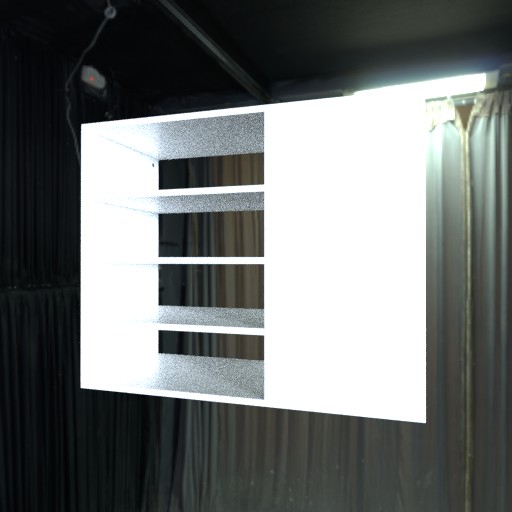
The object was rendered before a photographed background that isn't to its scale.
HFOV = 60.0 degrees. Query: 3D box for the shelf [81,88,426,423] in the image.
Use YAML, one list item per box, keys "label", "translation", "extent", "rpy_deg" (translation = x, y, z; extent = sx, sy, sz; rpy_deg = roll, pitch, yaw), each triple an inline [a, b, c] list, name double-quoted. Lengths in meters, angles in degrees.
- label: "shelf"
  translation: [0.000, 0.000, 1.288]
  extent: [0.895, 0.732, 0.396]
  rpy_deg: [0, 0, 17]
